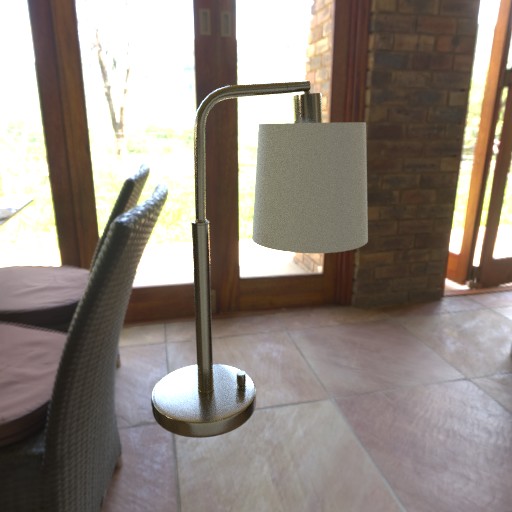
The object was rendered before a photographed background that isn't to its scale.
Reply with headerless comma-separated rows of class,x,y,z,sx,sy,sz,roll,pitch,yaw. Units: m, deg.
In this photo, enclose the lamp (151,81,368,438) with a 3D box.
lamp,0.000,0.000,0.658,0.333,0.489,0.171,-3,16,-9
